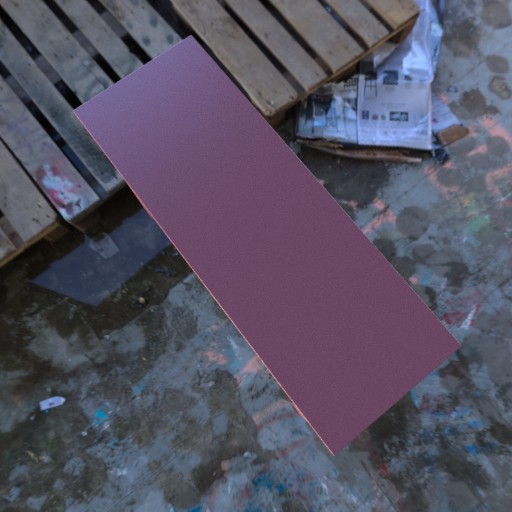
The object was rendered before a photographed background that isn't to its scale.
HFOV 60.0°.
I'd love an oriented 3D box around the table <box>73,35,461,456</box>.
[{"bbox_3d":[0.000,0.000,1.461,0.397,0.753,1.068,-37,79,-9],"label":"table"}]
